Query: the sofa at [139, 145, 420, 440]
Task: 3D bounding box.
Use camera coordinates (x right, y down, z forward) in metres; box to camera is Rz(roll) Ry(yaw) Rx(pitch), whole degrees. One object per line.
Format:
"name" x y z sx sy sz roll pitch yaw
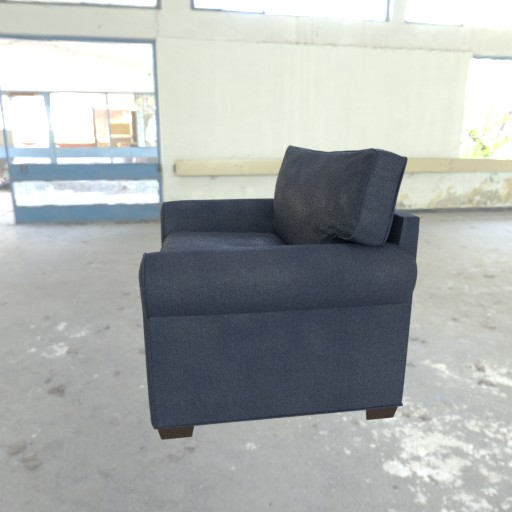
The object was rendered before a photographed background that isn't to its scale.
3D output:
"sofa" 0.000 0.000 2.078 0.938 1.004 1.405 -2 15 -8
